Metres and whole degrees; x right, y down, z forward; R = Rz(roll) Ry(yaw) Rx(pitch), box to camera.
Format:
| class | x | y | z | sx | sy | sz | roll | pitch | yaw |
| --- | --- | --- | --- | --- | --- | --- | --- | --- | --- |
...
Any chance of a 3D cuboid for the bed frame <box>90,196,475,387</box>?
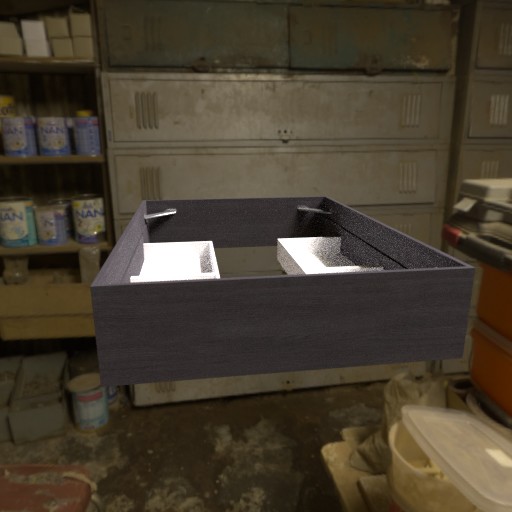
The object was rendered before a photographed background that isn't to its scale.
| class | x | y | z | sx | sy | sz | roll | pitch | yaw |
| --- | --- | --- | --- | --- | --- | --- | --- | --- | --- |
| bed frame | 0.000 | 0.000 | 2.610 | 1.448 | 0.459 | 1.944 | -2 | 16 | -8 |
